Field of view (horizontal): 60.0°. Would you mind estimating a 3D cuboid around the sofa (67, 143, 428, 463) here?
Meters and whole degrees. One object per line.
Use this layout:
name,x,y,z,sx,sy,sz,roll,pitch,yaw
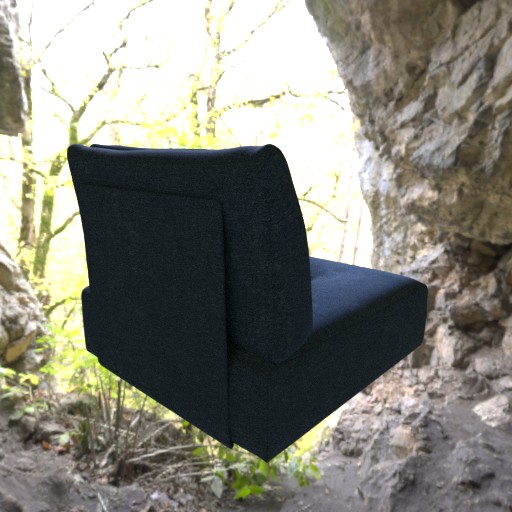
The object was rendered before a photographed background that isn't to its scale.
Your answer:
sofa,0.000,0.000,1.668,1.000,0.820,1.000,13,19,41
